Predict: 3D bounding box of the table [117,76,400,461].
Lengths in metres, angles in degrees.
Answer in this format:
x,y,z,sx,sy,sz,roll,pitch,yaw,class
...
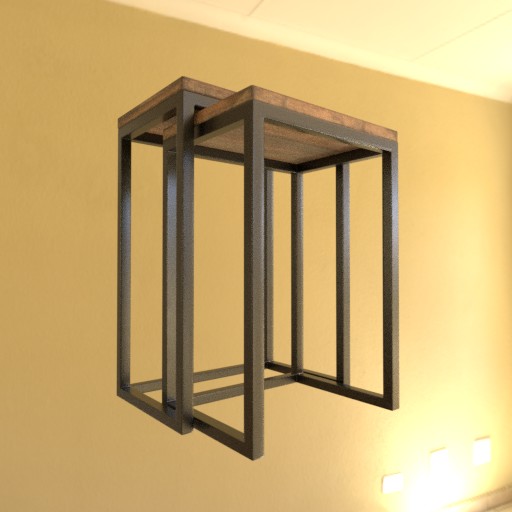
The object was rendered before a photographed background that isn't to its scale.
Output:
x,y,z,sx,sy,sz,roll,pitch,yaw,class
0.000,0.000,0.949,0.456,0.615,0.460,1,-1,-37,table
